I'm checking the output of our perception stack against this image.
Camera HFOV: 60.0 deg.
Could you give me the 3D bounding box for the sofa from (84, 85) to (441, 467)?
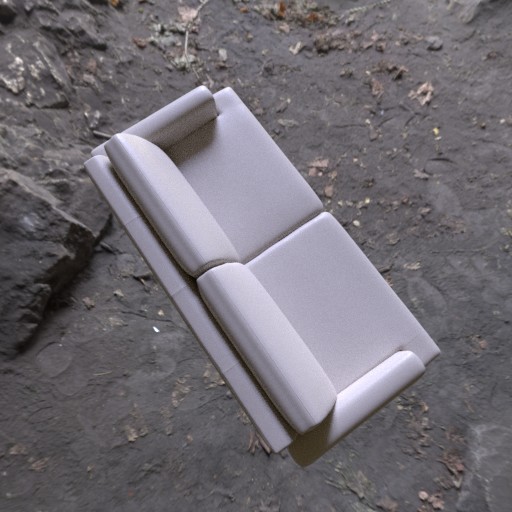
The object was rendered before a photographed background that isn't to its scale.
[{"bbox_3d":[0.000,0.000,2.367,0.974,0.765,1.940,-34,77,-9],"label":"sofa"}]
